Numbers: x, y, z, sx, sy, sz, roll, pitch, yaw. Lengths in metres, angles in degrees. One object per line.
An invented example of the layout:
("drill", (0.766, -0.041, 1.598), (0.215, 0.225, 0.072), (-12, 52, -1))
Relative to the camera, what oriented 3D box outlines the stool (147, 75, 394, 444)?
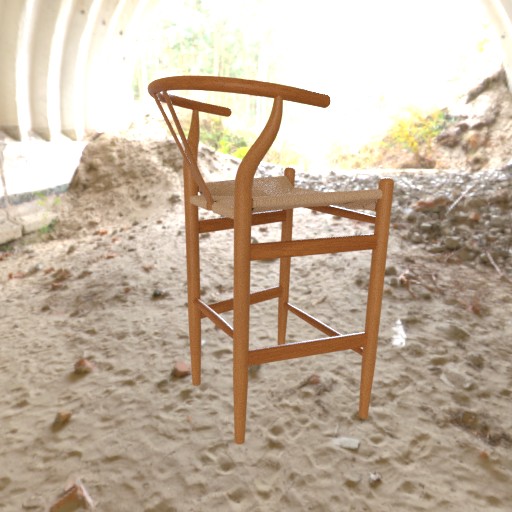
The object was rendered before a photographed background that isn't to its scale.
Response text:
("stool", (0.000, 0.000, 1.342), (0.579, 0.970, 0.569), (-8, 17, -27))
